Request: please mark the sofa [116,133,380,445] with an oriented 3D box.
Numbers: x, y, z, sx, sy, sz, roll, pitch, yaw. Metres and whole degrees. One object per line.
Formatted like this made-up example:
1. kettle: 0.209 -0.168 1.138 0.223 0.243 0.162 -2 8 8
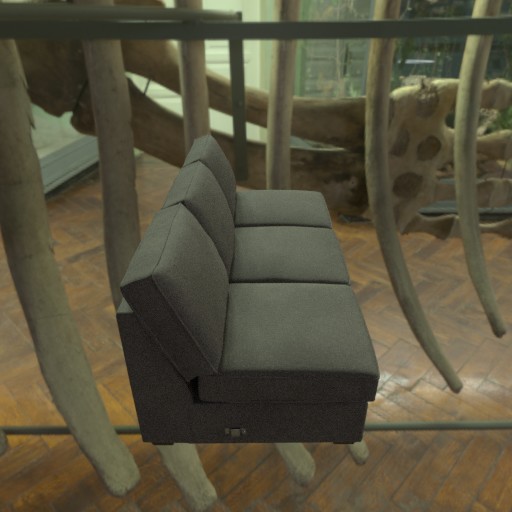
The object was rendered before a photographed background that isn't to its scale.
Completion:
1. sofa: 0.000 0.000 2.571 1.027 0.973 1.962 0 30 0
